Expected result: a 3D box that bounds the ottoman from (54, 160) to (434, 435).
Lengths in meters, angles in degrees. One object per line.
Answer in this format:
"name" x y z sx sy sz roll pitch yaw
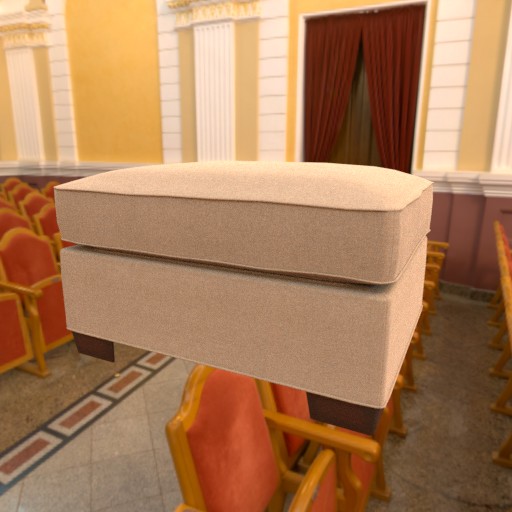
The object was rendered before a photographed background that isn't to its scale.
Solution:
"ottoman" 0.000 0.000 1.223 0.846 0.503 0.617 7 16 26
